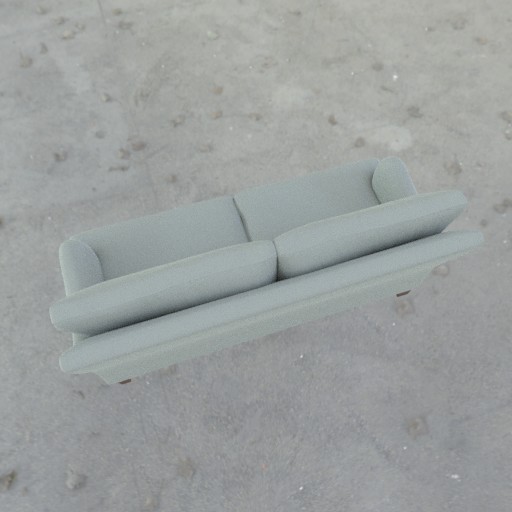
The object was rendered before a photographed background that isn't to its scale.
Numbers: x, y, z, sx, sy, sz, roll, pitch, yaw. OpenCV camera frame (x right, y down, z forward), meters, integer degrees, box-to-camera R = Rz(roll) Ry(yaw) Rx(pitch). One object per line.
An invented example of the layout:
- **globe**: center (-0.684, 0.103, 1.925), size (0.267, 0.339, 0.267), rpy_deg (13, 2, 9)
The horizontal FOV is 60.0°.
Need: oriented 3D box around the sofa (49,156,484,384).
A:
- **sofa**: center (0.000, 0.000, 2.707), size (2.193, 1.096, 1.069), rpy_deg (-16, 61, -9)
